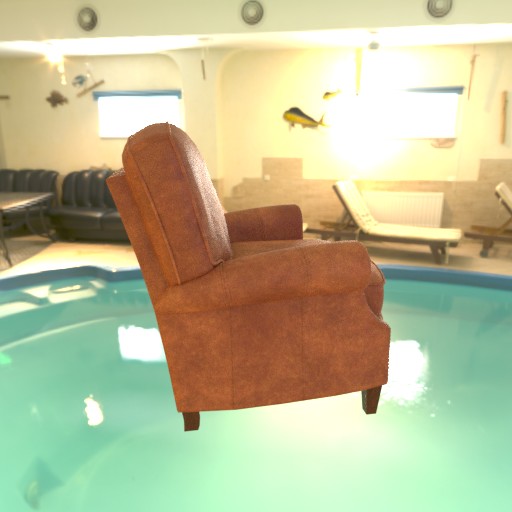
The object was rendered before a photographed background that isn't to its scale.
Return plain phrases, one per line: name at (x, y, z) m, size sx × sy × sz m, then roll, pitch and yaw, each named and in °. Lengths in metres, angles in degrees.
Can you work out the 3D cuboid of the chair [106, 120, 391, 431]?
chair at (0.000, 0.000, 1.748) m, size 0.986 × 1.018 × 0.936 m, roll -3°, pitch 16°, yaw -9°
